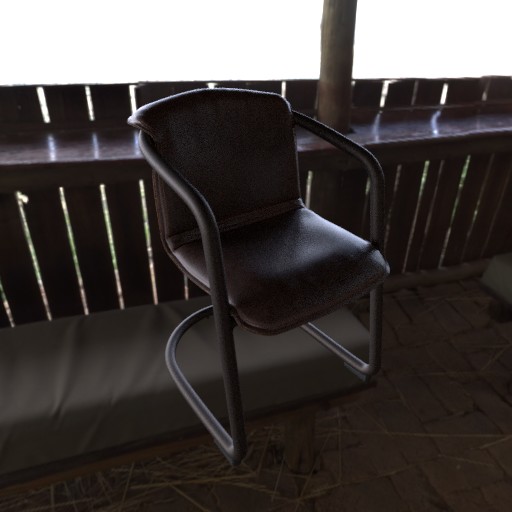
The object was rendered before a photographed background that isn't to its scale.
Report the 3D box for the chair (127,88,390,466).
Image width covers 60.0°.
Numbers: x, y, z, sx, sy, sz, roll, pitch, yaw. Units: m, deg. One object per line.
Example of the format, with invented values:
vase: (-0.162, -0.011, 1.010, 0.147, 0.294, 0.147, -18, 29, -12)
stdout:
chair: (0.000, 0.000, 1.259, 0.536, 0.836, 0.664, -20, 35, -31)
